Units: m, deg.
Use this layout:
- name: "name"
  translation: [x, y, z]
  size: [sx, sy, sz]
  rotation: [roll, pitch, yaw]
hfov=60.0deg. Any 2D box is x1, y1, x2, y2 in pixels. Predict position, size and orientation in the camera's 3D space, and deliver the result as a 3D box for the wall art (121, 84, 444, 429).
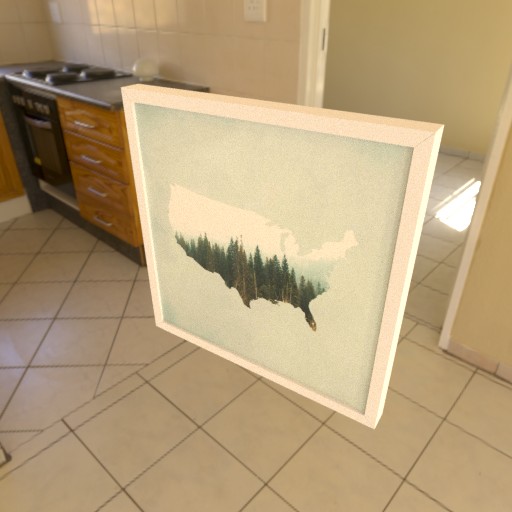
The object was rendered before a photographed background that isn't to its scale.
- name: "wall art"
  translation: [0.000, 0.000, 0.456]
  size: [0.304, 0.304, 0.024]
  rotation: [18, 35, 28]
